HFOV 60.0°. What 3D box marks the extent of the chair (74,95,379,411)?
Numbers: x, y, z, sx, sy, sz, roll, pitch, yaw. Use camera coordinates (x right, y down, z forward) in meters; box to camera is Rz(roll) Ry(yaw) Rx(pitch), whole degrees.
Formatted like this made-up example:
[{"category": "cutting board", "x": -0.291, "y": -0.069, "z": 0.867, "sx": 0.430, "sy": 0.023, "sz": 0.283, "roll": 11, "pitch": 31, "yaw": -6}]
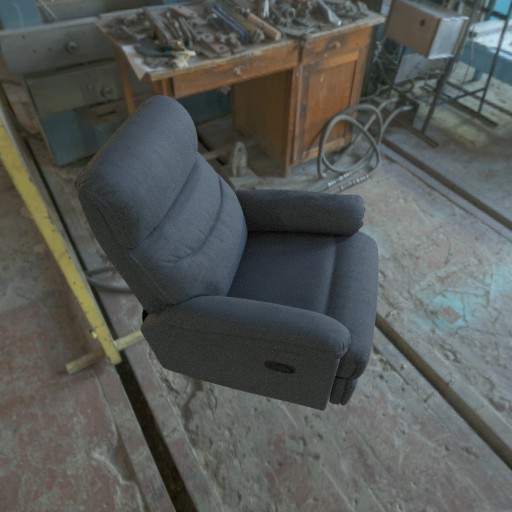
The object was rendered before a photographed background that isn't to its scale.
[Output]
[{"category": "chair", "x": 0.000, "y": 0.000, "z": 1.769, "sx": 1.004, "sy": 1.037, "sz": 0.820, "roll": 10, "pitch": 47, "yaw": 9}]
